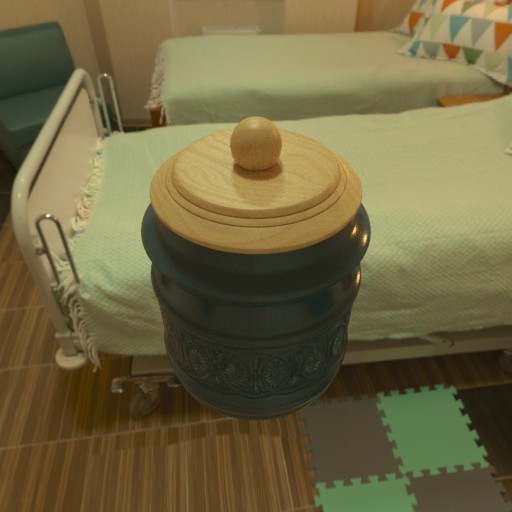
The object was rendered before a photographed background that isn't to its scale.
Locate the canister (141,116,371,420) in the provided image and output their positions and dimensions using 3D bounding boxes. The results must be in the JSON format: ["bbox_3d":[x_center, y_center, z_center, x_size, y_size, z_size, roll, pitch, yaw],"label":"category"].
[{"bbox_3d":[0.000,0.000,0.274,0.130,0.176,0.130,0,42,0],"label":"canister"}]
